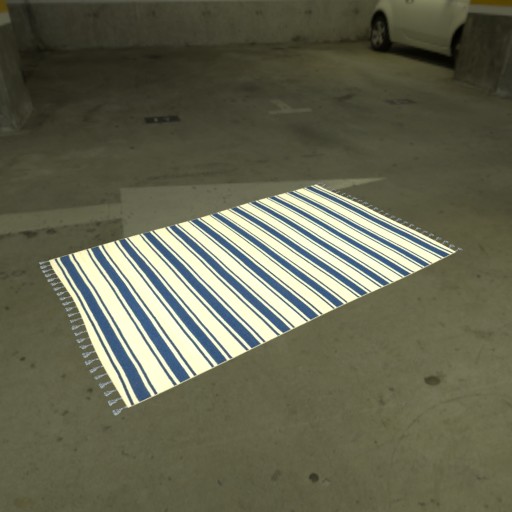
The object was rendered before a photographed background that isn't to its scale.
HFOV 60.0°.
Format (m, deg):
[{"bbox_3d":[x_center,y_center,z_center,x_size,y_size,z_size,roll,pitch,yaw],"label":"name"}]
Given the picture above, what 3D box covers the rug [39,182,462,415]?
[{"bbox_3d":[0.000,0.000,2.537,2.108,0.009,1.248,-20,37,-29],"label":"rug"}]
